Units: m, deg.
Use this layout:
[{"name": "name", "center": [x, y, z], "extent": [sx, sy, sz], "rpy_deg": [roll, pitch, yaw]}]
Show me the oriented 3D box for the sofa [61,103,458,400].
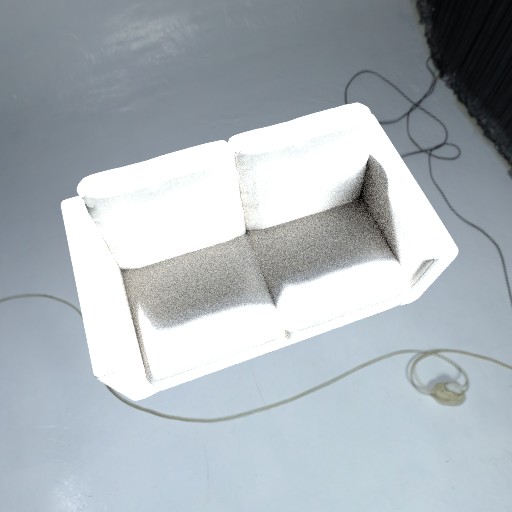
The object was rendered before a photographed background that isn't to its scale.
[{"name": "sofa", "center": [0.000, 0.000, 1.966], "extent": [1.430, 0.908, 0.796], "rpy_deg": [-18, 65, -9]}]
